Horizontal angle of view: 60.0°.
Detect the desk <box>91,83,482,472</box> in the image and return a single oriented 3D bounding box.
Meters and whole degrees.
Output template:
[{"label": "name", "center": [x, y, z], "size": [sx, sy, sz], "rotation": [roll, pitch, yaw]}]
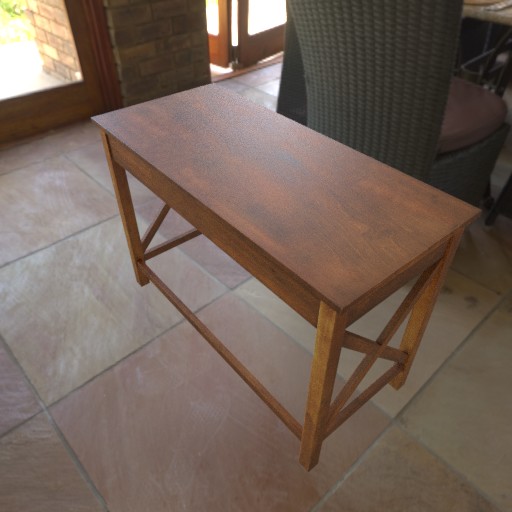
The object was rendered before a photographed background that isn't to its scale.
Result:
[{"label": "desk", "center": [0.000, 0.000, 1.529], "size": [0.508, 0.762, 1.117], "rotation": [-29, 48, -29]}]
